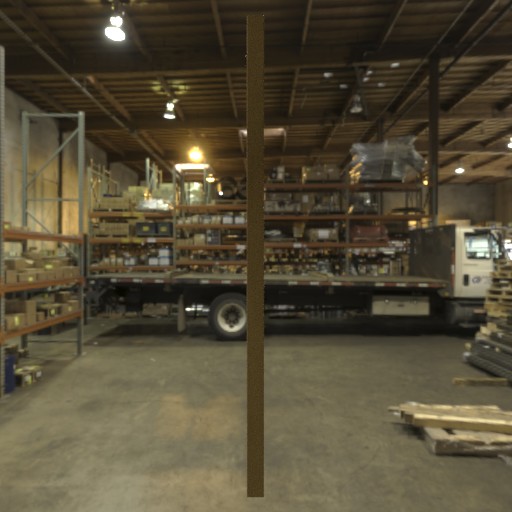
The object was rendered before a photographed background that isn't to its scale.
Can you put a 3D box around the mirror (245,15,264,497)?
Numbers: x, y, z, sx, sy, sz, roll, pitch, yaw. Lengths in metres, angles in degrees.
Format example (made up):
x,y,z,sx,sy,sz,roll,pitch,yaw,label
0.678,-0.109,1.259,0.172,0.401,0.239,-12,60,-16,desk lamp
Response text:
x,y,z,sx,sy,sz,roll,pitch,yaw,label
0.000,0.000,1.314,0.040,1.016,0.762,0,0,1,mirror
